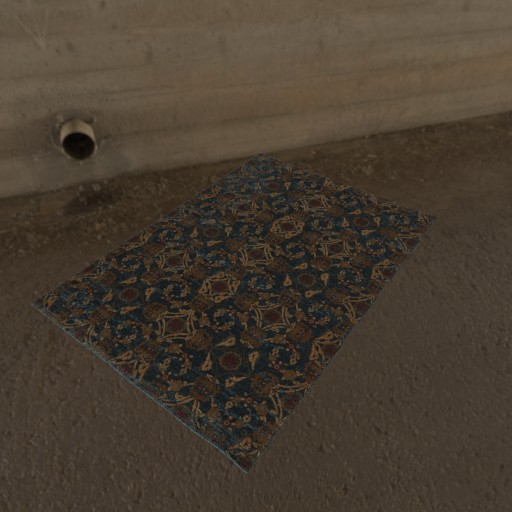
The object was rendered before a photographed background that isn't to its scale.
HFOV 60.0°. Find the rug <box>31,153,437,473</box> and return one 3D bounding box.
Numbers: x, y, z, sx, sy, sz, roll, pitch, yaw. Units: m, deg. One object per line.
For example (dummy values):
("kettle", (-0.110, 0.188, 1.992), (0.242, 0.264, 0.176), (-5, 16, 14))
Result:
("rug", (0.000, 0.000, 4.237), (2.337, 0.013, 3.291), (26, 48, 27))
